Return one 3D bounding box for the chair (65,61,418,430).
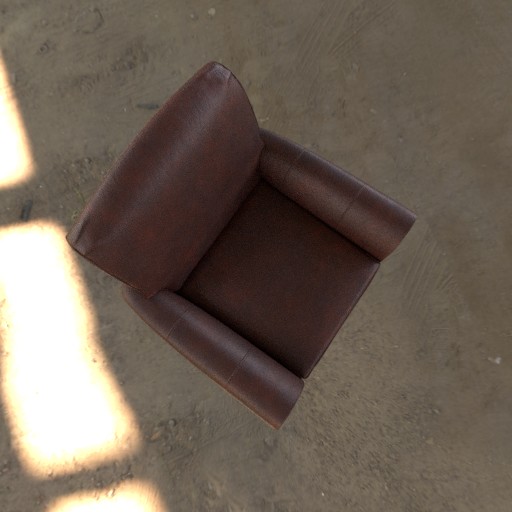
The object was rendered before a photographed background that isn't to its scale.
[{"bbox_3d":[0.000,0.000,1.774,0.902,1.061,0.978,35,80,7],"label":"chair"}]
